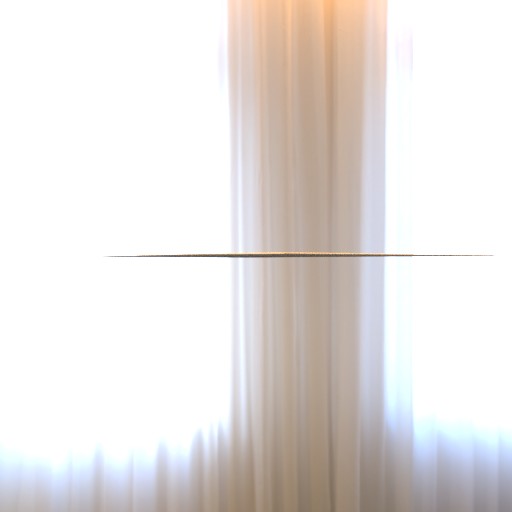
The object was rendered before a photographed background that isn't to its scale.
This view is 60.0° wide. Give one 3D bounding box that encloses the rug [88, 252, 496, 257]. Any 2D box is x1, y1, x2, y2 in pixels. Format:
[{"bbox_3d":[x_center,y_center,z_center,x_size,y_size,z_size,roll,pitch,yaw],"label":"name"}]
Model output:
[{"bbox_3d":[0.000,0.000,2.983,1.529,0.012,2.435,0,0,-36],"label":"rug"}]
